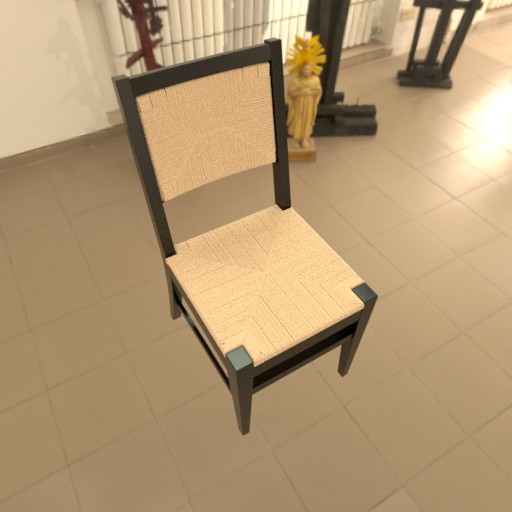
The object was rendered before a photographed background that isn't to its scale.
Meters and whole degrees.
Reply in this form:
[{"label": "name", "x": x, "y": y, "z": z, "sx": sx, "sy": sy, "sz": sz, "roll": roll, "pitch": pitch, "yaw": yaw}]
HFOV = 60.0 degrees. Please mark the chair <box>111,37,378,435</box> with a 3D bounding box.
[{"label": "chair", "x": 0.000, "y": 0.000, "z": 1.245, "sx": 0.437, "sy": 0.927, "sz": 0.552, "roll": -24, "pitch": 52, "yaw": -20}]
